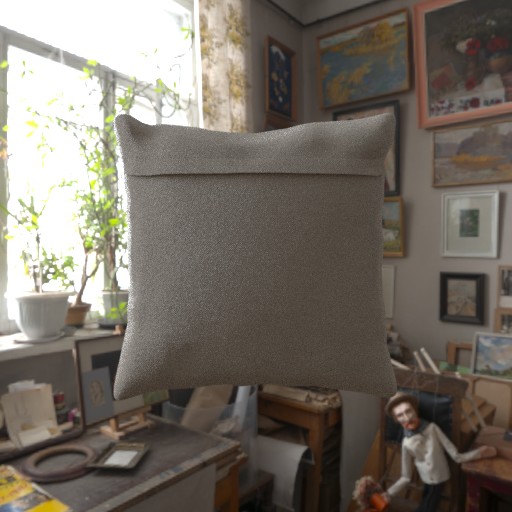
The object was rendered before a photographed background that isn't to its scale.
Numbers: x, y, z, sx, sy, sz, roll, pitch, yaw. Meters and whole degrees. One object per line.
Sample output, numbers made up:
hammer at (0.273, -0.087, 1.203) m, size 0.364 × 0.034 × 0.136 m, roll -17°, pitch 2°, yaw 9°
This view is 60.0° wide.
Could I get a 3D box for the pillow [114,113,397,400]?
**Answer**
pillow at (0.000, 0.000, 0.769) m, size 0.484 × 0.490 × 0.234 m, roll 0°, pitch 0°, yaw -1°
